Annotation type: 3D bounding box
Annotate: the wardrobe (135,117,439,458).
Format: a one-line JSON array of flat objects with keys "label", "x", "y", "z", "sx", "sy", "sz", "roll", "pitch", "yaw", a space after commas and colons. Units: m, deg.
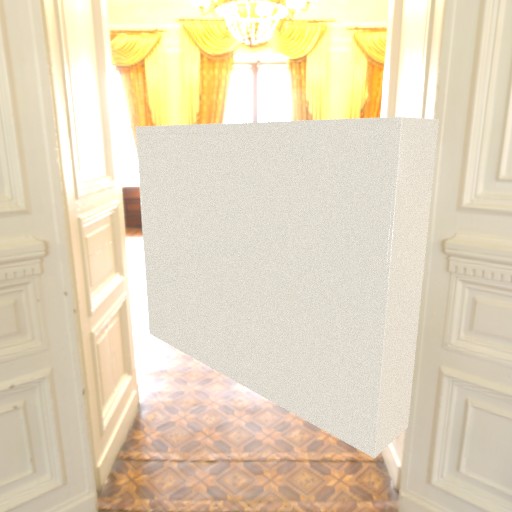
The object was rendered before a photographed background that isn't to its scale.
[{"label": "wardrobe", "x": 0.000, "y": 0.000, "z": 4.125, "sx": 3.000, "sy": 2.360, "sz": 0.580, "roll": 14, "pitch": 21, "yaw": 43}]
